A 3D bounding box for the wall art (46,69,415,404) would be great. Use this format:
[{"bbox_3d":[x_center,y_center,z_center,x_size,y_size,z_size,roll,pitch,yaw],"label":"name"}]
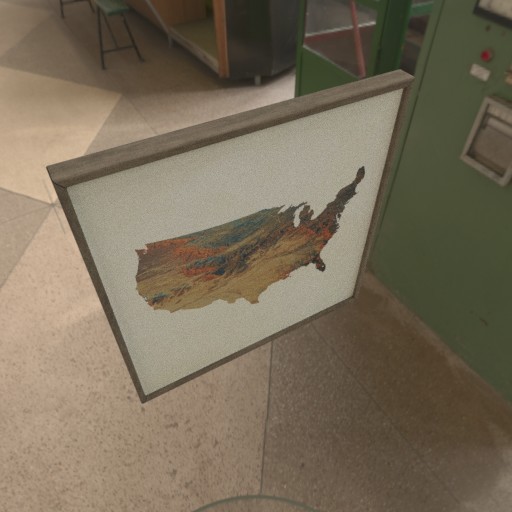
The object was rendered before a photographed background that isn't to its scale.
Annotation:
[{"bbox_3d":[0.000,0.000,1.094,0.749,0.751,0.050,-22,50,-20],"label":"wall art"}]
